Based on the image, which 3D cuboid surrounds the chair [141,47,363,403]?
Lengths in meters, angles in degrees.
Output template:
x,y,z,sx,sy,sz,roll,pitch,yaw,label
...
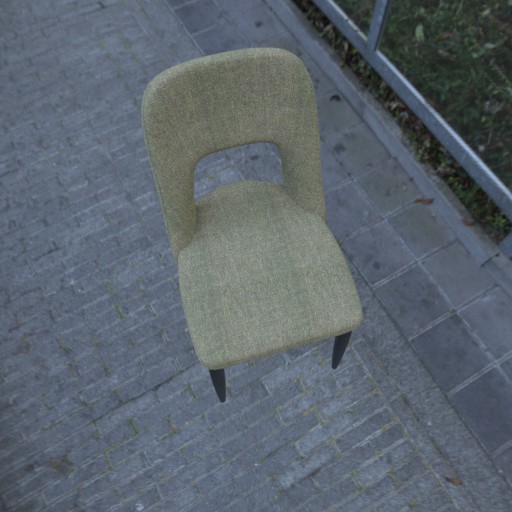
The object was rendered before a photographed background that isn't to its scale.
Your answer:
x,y,z,sx,sy,sz,roll,pitch,yaw,label
0.000,0.000,1.284,0.470,0.931,0.612,-15,66,-7,chair
